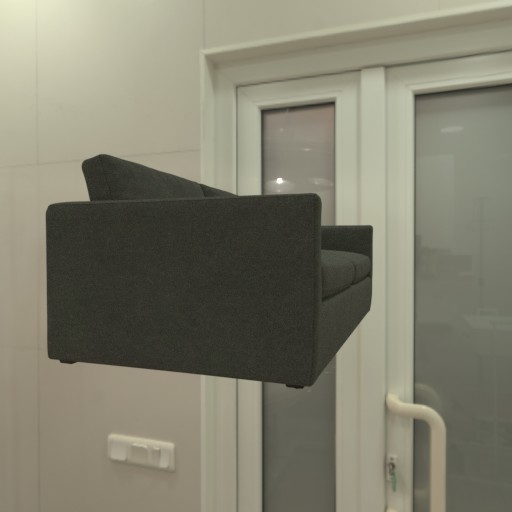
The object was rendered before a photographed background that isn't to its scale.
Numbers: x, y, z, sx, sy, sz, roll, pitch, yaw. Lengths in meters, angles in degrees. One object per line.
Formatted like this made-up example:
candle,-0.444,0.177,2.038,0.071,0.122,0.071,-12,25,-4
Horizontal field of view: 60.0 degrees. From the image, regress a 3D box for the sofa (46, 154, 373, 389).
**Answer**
sofa,0.000,0.000,2.443,1.091,0.845,1.909,0,1,20
